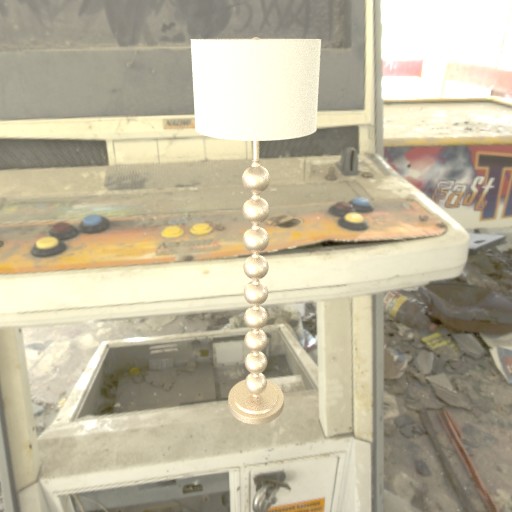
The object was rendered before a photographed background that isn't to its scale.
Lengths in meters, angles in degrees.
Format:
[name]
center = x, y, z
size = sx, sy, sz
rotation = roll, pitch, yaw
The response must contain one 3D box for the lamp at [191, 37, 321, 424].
[lamp]
center = 0.000, 0.000, 1.664
size = 0.394, 1.474, 0.394
rotation = 8, 28, 15
